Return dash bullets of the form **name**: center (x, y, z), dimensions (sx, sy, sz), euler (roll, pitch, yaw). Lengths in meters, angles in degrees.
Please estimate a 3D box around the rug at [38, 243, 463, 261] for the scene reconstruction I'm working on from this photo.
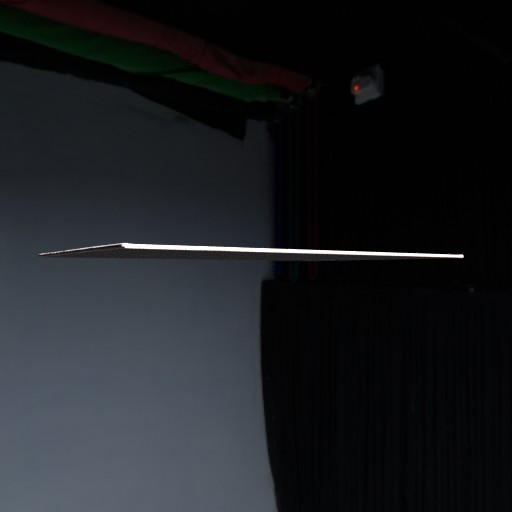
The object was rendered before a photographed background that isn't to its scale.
- **rug**: center (0.000, 0.000, 2.284), dimensions (1.840, 0.015, 1.225), euler (1, -2, -36)
